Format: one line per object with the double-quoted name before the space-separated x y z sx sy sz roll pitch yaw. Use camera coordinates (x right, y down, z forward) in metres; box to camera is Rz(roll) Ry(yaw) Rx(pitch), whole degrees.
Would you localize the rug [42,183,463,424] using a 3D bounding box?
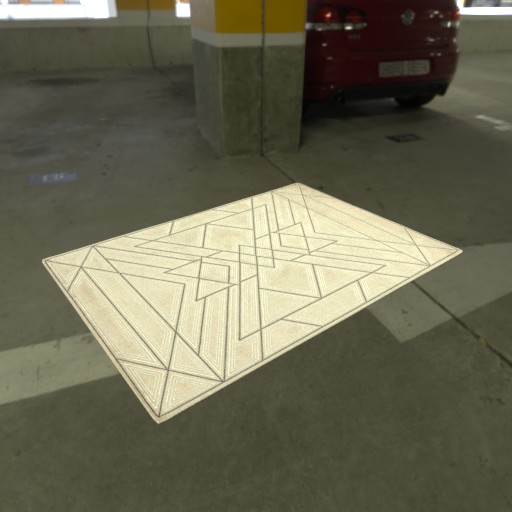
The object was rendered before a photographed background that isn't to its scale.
"rug" 0.000 0.000 4.356 3.381 0.026 2.436 -21 36 -32
